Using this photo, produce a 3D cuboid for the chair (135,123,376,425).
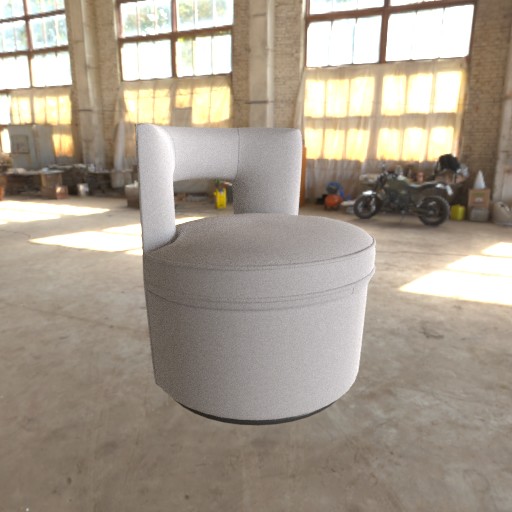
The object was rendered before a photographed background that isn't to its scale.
[{"bbox_3d":[0.000,0.000,1.264,0.665,0.723,0.650,13,20,42],"label":"chair"}]
